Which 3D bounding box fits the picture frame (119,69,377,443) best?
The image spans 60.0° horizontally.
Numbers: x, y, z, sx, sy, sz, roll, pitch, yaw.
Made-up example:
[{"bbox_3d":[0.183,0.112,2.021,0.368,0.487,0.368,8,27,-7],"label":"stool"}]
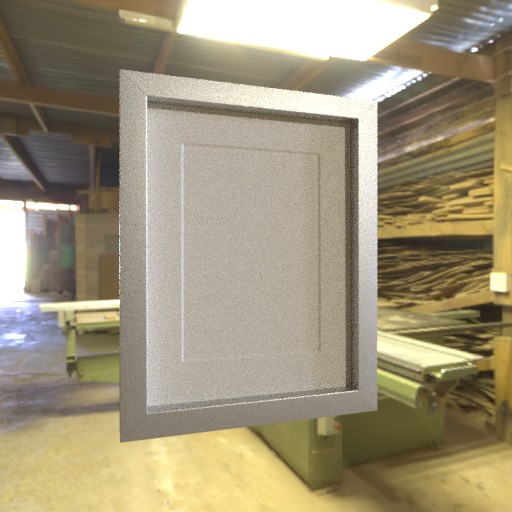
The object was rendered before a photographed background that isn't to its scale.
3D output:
[{"bbox_3d":[0.000,0.000,0.522,0.307,0.386,0.036,0,0,-18],"label":"picture frame"}]
